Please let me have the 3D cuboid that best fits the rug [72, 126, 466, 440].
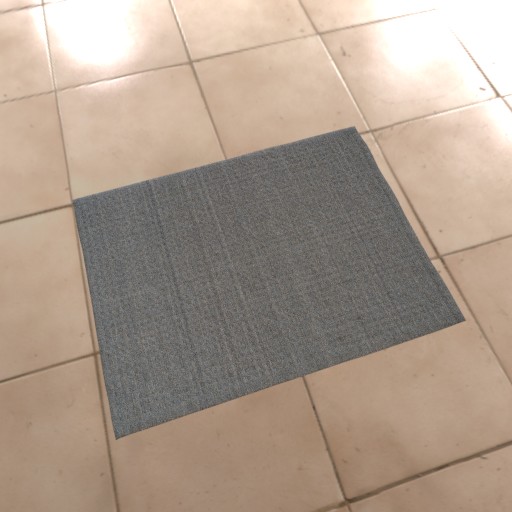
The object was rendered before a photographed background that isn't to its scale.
[{"bbox_3d":[0.000,0.000,4.300,3.200,0.007,2.443,-16,65,-8],"label":"rug"}]
